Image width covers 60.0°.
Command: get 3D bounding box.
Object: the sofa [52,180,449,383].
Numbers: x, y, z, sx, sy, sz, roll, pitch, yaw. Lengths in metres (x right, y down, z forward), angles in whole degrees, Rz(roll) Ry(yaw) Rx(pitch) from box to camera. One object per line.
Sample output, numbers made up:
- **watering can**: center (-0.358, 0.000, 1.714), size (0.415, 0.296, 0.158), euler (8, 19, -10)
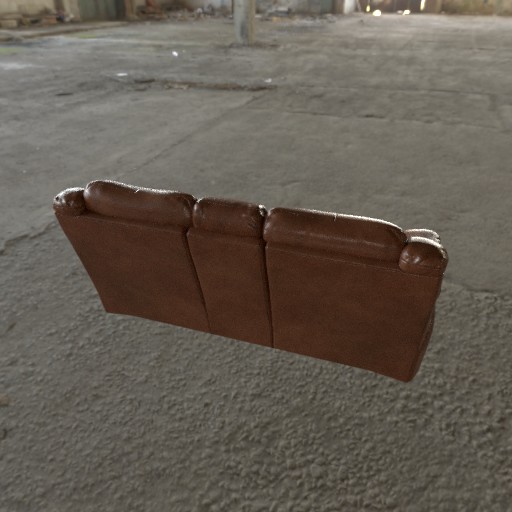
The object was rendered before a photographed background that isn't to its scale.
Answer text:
- **sofa**: center (0.000, 0.000, 2.639), size (2.058, 1.043, 0.991), euler (10, 32, 16)
